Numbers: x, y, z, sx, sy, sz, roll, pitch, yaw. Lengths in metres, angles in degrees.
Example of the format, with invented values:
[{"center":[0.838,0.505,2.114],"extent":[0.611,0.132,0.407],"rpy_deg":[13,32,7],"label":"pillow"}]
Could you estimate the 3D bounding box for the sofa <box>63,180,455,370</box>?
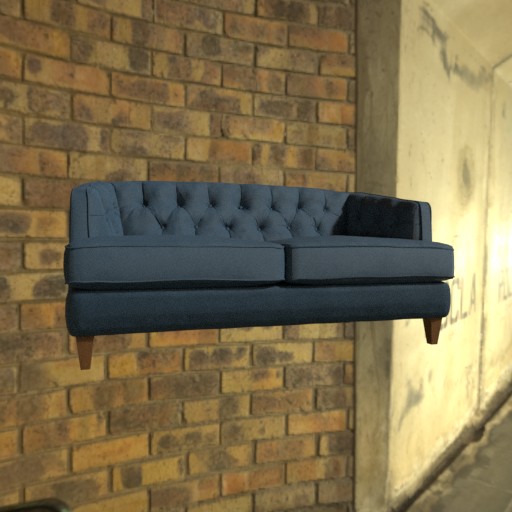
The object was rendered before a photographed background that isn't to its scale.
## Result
[{"center":[0.000,0.000,2.264],"extent":[1.733,0.854,0.941],"rpy_deg":[0,1,-17],"label":"sofa"}]
